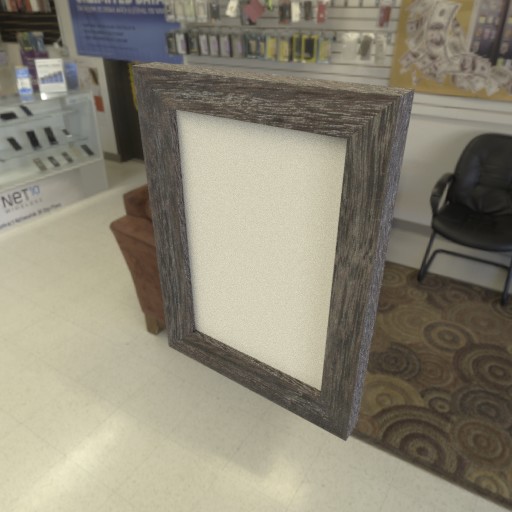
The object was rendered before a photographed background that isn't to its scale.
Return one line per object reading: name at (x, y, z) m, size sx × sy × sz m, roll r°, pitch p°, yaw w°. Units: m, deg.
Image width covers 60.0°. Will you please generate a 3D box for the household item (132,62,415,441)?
household item at (0.000, 0.000, 0.236) m, size 0.133 × 0.180 × 0.020 m, roll 19°, pitch 36°, yaw 29°
